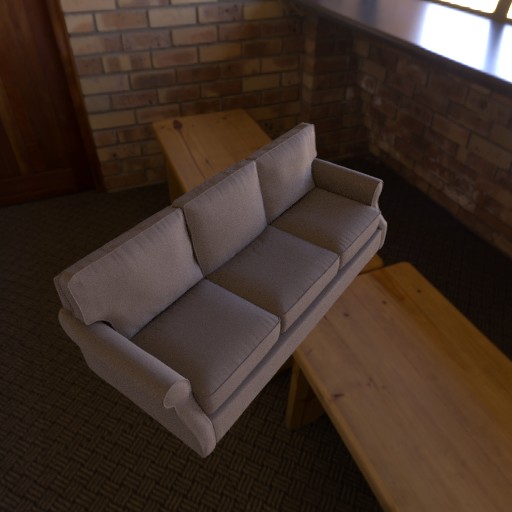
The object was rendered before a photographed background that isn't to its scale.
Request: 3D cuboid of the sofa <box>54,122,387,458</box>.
[{"bbox_3d":[0.000,0.000,2.878,0.966,0.948,2.353,25,46,27],"label":"sofa"}]
